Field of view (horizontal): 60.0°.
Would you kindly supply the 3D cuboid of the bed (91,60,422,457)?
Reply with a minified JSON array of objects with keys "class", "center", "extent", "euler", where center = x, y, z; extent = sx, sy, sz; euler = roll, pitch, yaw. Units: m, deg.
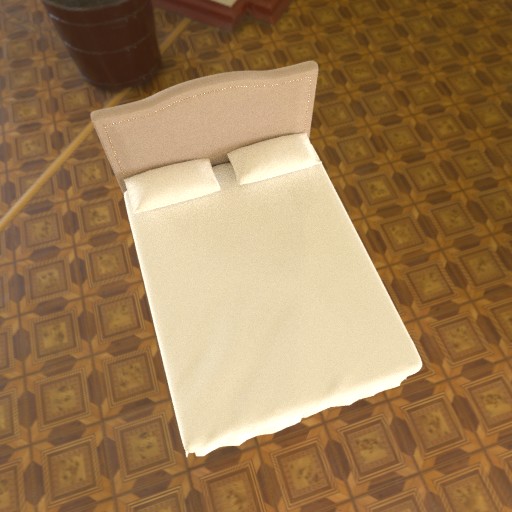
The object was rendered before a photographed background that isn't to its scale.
[{"class":"bed","center":[0.000,0.000,3.289],"extent":[1.821,1.436,2.282],"euler":[-16,64,-8]}]
